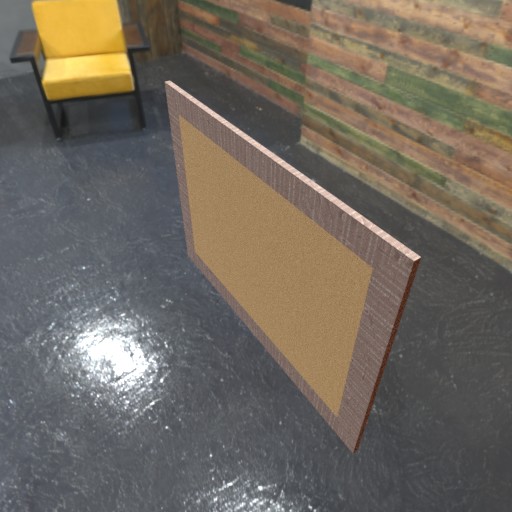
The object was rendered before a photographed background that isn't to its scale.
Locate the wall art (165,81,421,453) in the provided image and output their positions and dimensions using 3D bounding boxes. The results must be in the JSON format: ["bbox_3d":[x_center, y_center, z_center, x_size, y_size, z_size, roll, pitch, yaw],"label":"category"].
[{"bbox_3d":[0.000,0.000,1.381,0.020,0.761,1.056,-24,47,-25],"label":"wall art"}]
